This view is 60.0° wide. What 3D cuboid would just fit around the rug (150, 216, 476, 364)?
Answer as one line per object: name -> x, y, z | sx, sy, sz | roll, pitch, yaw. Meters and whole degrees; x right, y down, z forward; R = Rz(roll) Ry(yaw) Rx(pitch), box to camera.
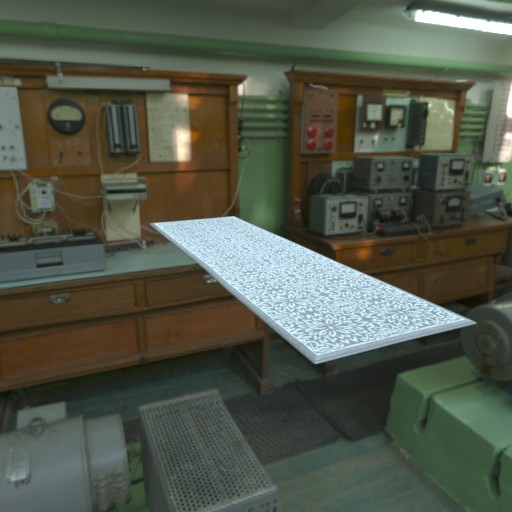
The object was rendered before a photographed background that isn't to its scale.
rug -> 0.000, 0.000, 2.357 | 0.662, 0.011, 2.196 | -7, 17, -24
